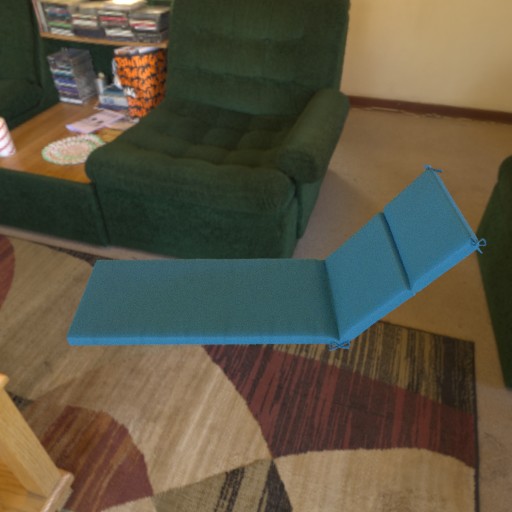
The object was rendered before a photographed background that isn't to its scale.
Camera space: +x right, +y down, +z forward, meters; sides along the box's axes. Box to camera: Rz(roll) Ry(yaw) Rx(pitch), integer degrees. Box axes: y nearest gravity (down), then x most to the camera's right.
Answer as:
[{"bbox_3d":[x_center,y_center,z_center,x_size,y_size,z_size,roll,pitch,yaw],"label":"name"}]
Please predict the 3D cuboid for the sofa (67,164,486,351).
[{"bbox_3d":[0.000,0.000,1.956,1.663,0.622,0.582,0,41,0],"label":"sofa"}]
